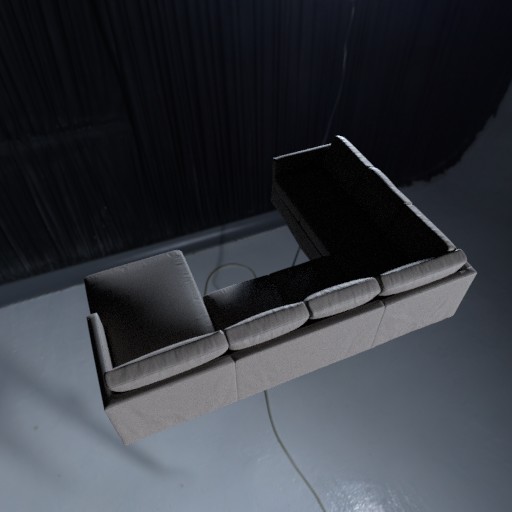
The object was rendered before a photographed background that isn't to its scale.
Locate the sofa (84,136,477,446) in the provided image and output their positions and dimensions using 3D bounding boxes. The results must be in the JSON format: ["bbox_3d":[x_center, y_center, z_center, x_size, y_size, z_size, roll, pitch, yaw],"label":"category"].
[{"bbox_3d":[0.000,0.000,4.594,3.460,0.882,2.427,-17,49,-15],"label":"sofa"}]
